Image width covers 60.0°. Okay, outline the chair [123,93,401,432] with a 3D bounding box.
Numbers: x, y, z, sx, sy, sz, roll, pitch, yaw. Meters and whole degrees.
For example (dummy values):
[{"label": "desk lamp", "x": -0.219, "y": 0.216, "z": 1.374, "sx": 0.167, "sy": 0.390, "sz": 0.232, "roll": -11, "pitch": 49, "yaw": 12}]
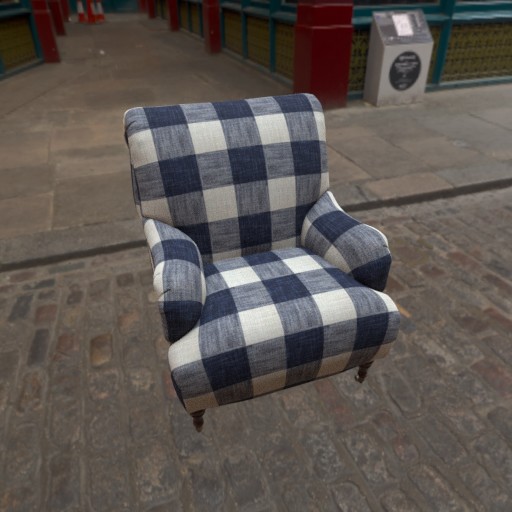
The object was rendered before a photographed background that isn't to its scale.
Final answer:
[{"label": "chair", "x": 0.000, "y": 0.000, "z": 1.619, "sx": 0.781, "sy": 0.953, "sz": 0.848, "roll": -11, "pitch": 34, "yaw": -17}]
